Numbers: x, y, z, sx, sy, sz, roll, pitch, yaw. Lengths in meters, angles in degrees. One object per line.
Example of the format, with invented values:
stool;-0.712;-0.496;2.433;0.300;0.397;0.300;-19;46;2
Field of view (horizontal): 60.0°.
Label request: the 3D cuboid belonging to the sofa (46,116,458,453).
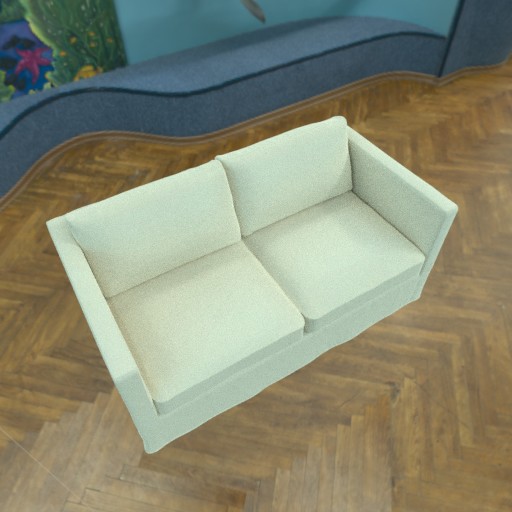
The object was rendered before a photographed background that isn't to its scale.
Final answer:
sofa;0.000;0.000;2.288;1.746;0.834;0.962;-25;52;-20
